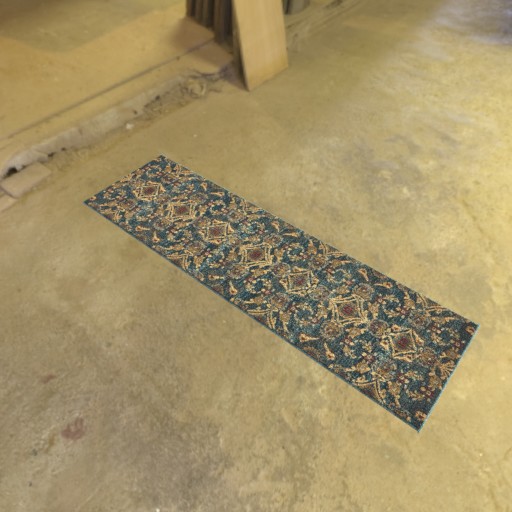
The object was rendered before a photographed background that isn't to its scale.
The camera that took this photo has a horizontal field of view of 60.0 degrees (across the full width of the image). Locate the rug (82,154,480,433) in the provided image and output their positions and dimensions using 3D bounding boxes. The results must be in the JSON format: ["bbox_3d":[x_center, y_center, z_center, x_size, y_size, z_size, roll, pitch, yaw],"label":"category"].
[{"bbox_3d":[0.000,0.000,2.491,2.292,0.014,0.685,31,54,25],"label":"rug"}]
